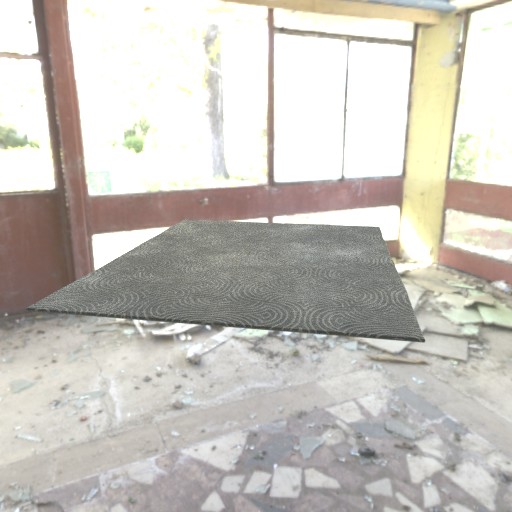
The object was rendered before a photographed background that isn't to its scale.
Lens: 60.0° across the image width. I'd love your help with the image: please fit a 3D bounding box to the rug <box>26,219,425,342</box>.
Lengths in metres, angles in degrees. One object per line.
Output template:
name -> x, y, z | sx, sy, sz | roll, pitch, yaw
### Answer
rug -> 0.000, 0.000, 4.065 | 2.456, 0.021, 3.042 | 3, 16, 10
